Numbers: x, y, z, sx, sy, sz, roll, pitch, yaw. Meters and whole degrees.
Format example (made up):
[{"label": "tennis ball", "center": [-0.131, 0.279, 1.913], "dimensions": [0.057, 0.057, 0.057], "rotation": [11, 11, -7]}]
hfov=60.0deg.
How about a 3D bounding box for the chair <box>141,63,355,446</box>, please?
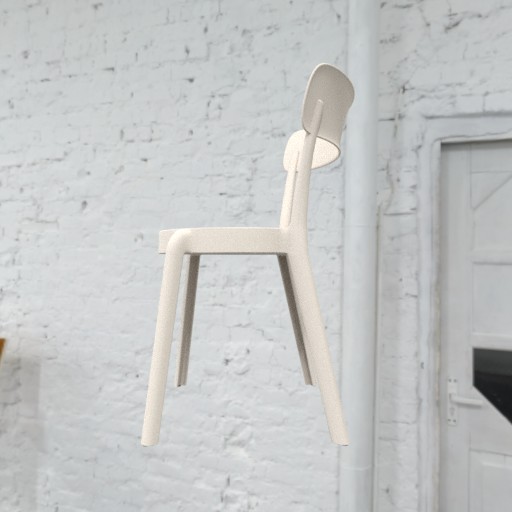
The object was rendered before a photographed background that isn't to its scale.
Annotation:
[{"label": "chair", "center": [0.000, 0.000, 1.144], "dimensions": [0.491, 0.790, 0.506], "rotation": [0, 0, -1]}]
